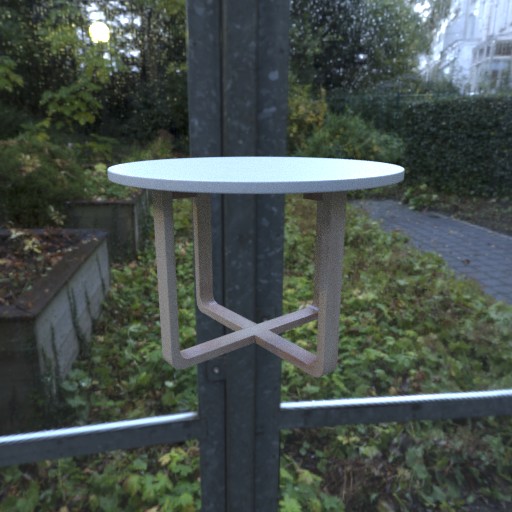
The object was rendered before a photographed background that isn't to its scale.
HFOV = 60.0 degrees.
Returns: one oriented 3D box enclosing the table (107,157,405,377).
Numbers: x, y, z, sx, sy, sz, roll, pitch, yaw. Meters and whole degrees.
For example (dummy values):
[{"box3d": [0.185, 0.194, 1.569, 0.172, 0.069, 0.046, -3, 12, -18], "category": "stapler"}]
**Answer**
[{"box3d": [0.000, 0.000, 0.995, 0.600, 0.400, 0.600, 0, 16, 0], "category": "table"}]
